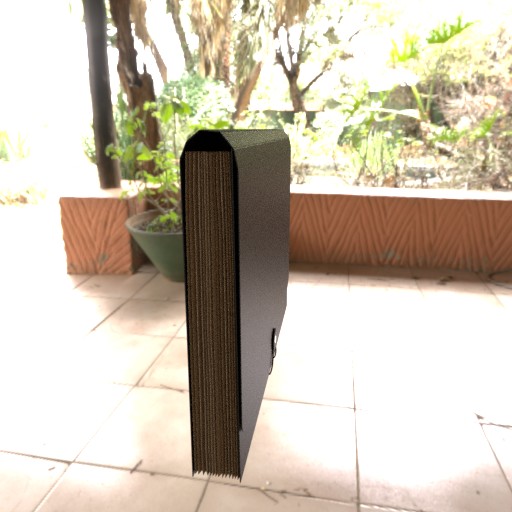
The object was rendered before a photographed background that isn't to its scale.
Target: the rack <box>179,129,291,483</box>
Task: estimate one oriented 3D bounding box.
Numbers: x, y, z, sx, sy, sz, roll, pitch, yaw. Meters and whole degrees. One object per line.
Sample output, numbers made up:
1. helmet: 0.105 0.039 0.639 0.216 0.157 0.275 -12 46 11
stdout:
1. rack: 0.000 0.000 0.438 0.041 0.241 0.330 3 16 9
